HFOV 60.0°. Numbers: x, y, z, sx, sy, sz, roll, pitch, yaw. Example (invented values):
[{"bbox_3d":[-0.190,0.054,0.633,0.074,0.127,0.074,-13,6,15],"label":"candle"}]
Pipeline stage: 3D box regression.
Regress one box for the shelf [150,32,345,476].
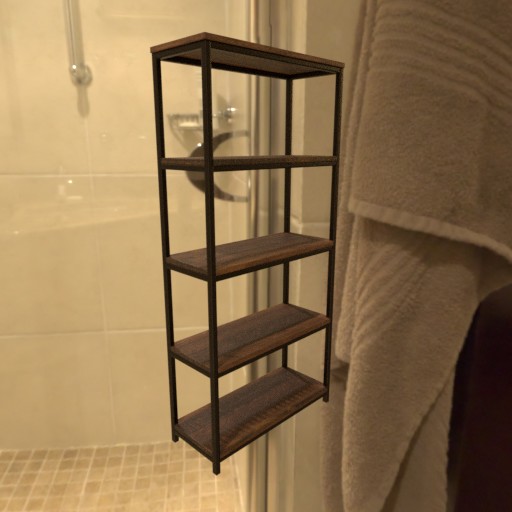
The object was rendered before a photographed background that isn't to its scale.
[{"bbox_3d":[0.000,0.000,2.224,0.874,1.860,0.359,-14,19,-43],"label":"shelf"}]
